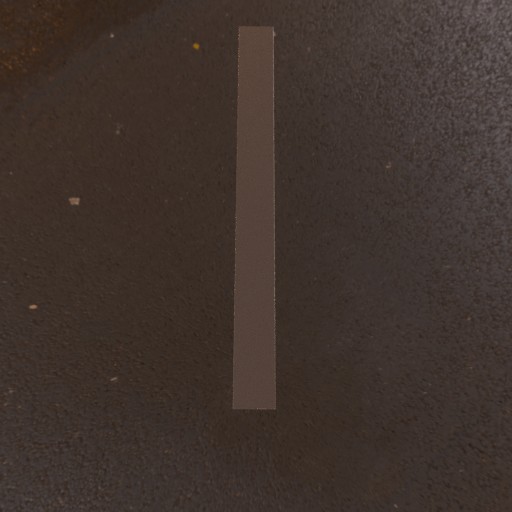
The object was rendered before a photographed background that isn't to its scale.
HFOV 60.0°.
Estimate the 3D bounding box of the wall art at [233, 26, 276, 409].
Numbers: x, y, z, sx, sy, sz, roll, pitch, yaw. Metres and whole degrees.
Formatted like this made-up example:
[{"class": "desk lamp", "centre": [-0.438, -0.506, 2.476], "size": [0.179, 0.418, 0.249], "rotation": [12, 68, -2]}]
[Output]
[{"class": "wall art", "centre": [0.000, 0.000, 0.523], "size": [0.030, 0.379, 0.308], "rotation": [0, 76, 0]}]
